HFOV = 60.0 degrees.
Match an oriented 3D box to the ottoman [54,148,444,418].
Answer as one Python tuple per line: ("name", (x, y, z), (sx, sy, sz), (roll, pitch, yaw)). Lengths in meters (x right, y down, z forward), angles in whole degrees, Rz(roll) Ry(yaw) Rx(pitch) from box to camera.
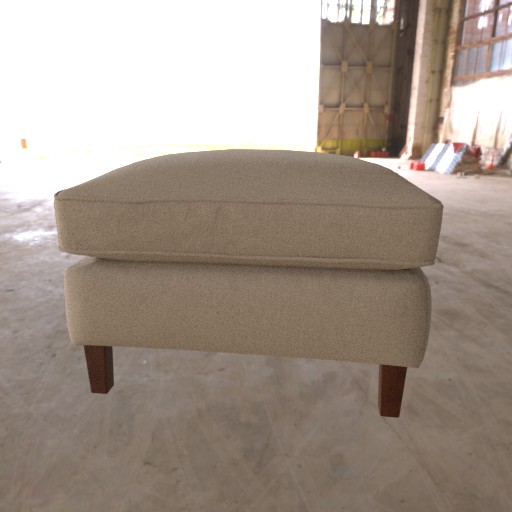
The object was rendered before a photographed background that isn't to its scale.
("ottoman", (0.000, 0.000, 0.974), (0.665, 0.456, 0.501), (2, 17, 7))
